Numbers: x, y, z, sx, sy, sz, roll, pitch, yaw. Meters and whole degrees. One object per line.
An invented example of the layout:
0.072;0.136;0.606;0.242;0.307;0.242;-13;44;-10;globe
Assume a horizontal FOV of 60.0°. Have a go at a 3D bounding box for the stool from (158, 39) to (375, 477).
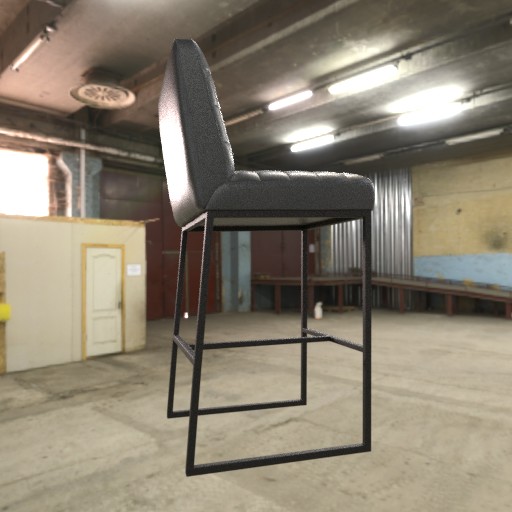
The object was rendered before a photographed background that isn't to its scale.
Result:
0.000;0.000;1.319;0.552;1.040;0.457;1;-2;-17;stool
